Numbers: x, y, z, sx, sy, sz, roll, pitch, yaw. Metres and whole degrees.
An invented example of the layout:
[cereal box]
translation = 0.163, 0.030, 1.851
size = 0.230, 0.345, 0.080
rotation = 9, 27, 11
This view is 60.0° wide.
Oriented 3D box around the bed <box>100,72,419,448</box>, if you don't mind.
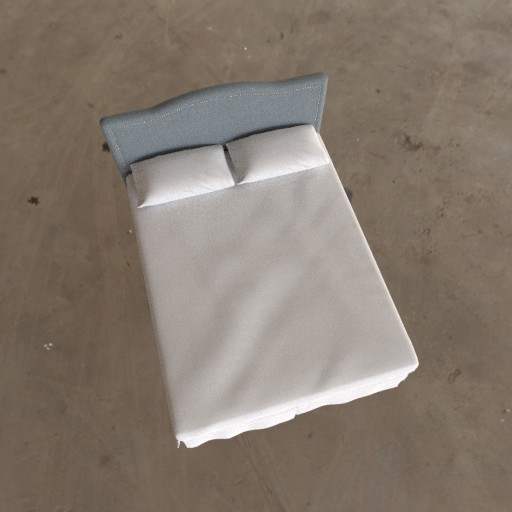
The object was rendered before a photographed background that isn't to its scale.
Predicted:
[bed]
translation = 0.000, 0.000, 3.917
size = 2.161, 1.457, 2.689
rotation = -14, 65, -7
